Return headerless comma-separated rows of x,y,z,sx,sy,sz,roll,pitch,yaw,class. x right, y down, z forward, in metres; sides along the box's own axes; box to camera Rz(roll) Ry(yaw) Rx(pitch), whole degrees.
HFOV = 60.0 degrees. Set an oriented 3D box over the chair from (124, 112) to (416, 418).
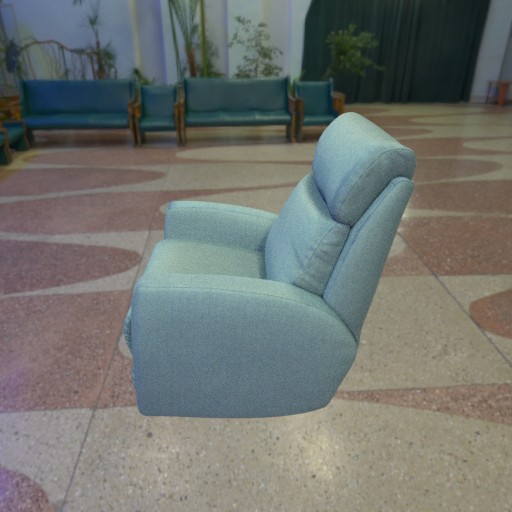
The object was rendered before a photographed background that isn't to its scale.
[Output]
0.000,0.000,1.728,0.940,1.013,0.812,-1,27,-1,chair
